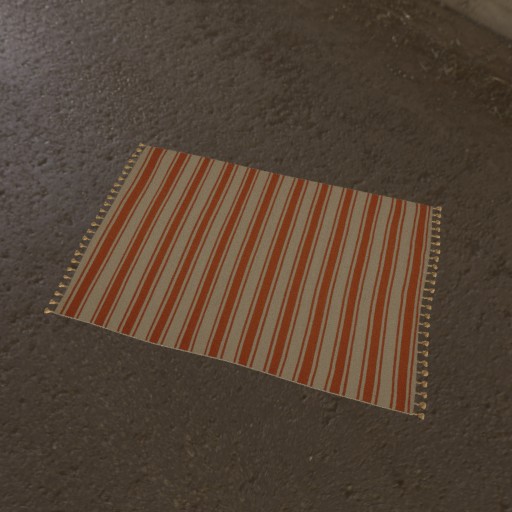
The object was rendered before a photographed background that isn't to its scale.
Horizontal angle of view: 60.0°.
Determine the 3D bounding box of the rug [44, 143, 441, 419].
[{"bbox_3d":[0.000,0.000,3.057,2.433,0.022,1.556,14,60,8],"label":"rug"}]
